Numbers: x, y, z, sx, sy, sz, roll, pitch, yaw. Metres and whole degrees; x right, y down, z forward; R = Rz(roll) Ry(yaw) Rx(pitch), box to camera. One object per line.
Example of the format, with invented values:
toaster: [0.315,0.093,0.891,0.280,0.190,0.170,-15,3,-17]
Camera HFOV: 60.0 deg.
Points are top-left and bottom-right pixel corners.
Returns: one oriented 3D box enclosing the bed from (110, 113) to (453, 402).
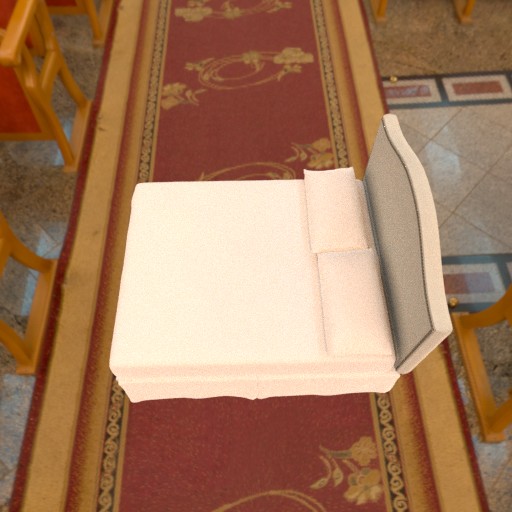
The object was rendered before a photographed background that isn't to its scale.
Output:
bed: [0.000,0.000,3.397,2.180,1.607,1.813,-1,59,-1]
